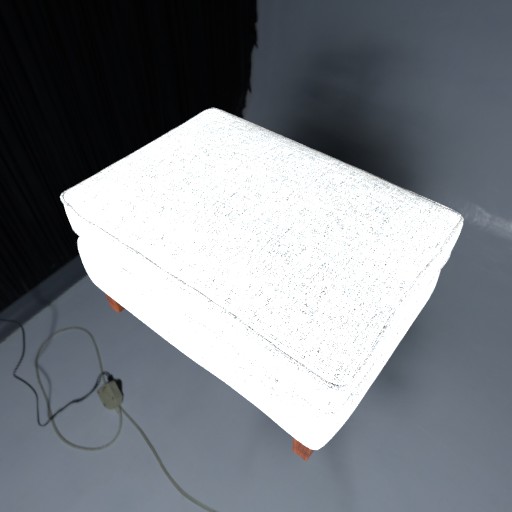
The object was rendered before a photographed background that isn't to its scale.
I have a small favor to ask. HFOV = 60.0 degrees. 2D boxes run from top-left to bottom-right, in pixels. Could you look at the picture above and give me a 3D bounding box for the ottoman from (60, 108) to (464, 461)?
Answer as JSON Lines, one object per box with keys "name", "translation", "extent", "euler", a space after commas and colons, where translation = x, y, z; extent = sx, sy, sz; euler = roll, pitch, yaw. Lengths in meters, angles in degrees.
{"name": "ottoman", "translation": [0.000, 0.000, 0.976], "extent": [0.686, 0.406, 0.508], "euler": [31, 54, 25]}
